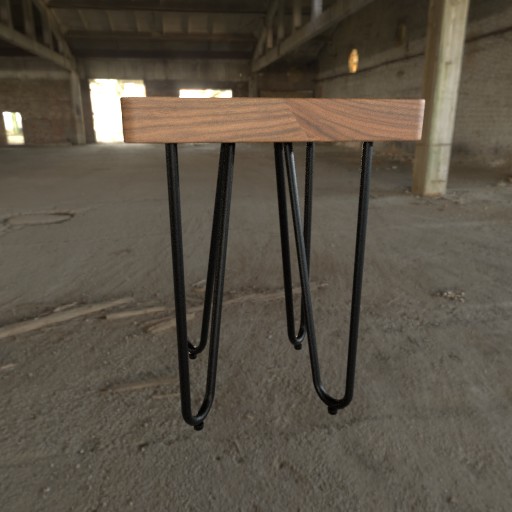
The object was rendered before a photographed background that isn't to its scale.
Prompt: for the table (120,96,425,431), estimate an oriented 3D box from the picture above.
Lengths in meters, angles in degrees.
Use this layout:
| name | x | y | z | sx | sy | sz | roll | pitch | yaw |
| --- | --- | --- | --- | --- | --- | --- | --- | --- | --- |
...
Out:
| name | x | y | z | sx | sy | sz | roll | pitch | yaw |
| --- | --- | --- | --- | --- | --- | --- | --- | --- | --- |
| table | 0.000 | 0.000 | 0.983 | 0.479 | 0.641 | 0.480 | -3 | 17 | -10 |
